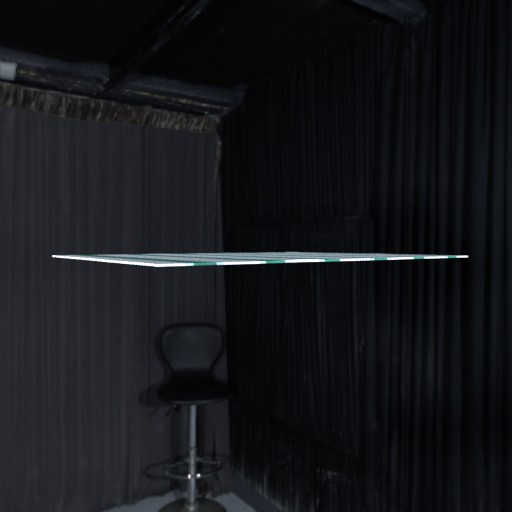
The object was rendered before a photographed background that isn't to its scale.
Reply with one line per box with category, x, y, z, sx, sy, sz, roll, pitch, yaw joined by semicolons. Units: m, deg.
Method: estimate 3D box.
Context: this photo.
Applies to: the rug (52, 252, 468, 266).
rug;0.000;0.000;4.139;3.041;0.019;2.434;-1;2;-36
